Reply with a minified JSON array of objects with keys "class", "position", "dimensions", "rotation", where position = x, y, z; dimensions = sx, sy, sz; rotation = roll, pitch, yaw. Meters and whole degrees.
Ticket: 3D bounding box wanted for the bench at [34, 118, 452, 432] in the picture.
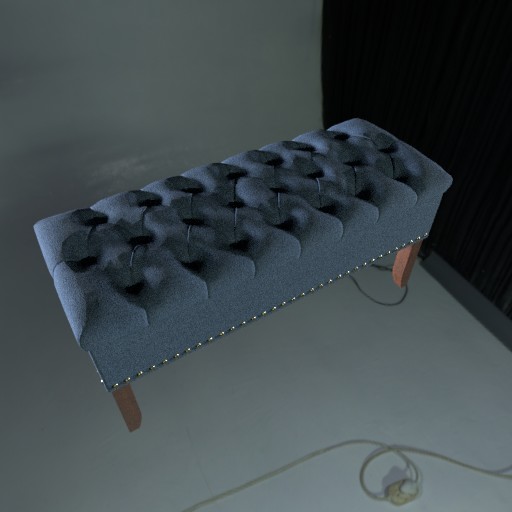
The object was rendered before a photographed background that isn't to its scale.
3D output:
[{"class":"bench","position":[0.000,0.000,1.311],"dimensions":[1.052,0.492,0.417],"rotation":[-23,49,-22]}]
